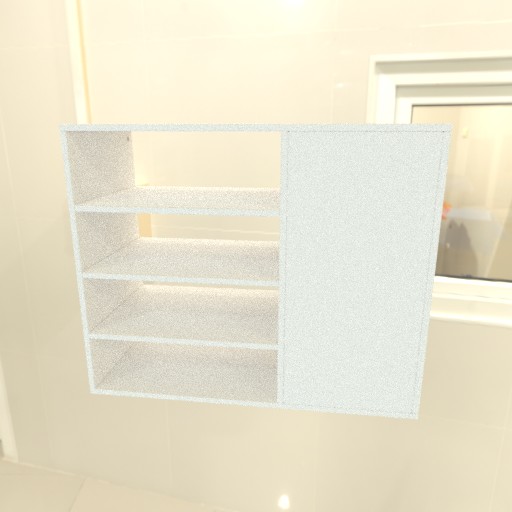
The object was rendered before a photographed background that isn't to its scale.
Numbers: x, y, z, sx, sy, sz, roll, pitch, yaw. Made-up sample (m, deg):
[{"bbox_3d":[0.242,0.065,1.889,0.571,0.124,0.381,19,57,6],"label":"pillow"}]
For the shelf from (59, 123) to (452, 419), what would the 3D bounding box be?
[{"bbox_3d":[0.000,0.000,1.287,0.895,0.732,0.396,2,16,7],"label":"shelf"}]
